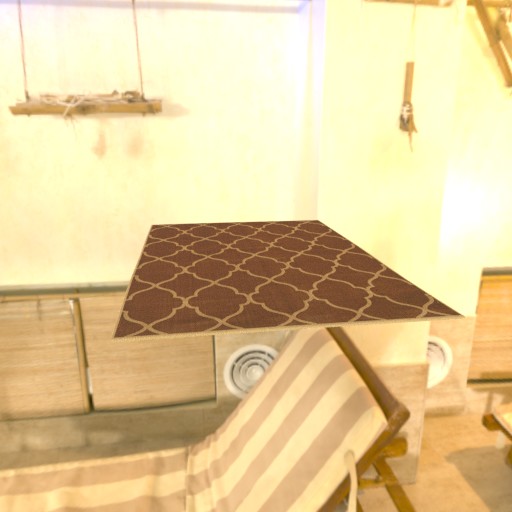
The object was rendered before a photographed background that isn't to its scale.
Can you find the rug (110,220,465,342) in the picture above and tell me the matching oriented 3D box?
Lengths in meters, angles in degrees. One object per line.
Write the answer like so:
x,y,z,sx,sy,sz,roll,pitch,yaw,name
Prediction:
0.000,0.000,2.930,1.526,0.014,2.290,-2,16,-8,rug
